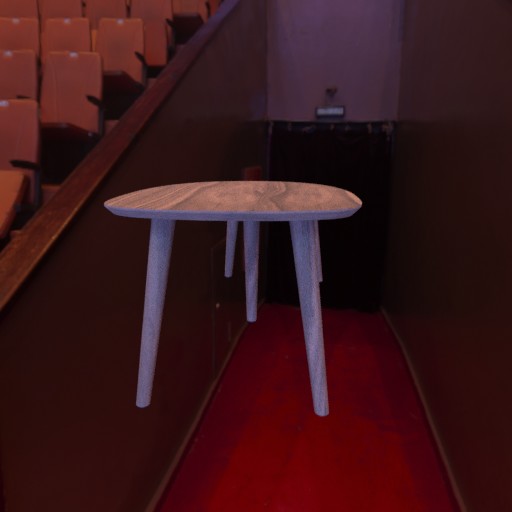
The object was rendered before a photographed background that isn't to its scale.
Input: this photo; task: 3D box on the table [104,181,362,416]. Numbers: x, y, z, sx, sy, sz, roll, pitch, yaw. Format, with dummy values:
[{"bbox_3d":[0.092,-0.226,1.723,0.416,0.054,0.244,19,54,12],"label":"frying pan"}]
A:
[{"bbox_3d":[0.000,0.000,1.329,0.527,0.429,1.084,2,14,8],"label":"table"}]
